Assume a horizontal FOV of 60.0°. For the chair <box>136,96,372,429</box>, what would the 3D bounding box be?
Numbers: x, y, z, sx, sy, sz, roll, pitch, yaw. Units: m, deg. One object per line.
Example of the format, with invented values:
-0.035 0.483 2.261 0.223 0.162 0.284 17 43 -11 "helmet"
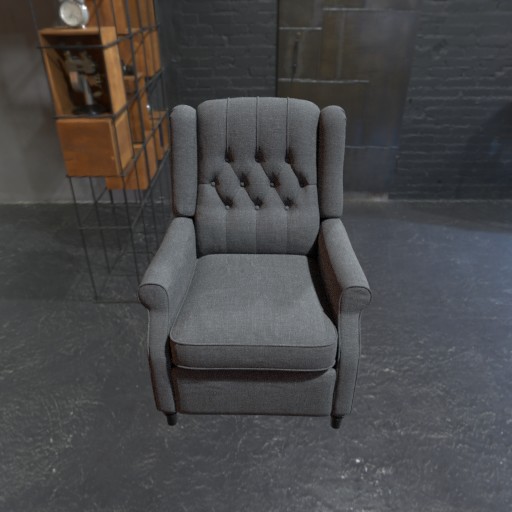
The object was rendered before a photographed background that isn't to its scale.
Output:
0.000 0.000 1.690 0.742 1.035 0.898 1 31 1 "chair"
